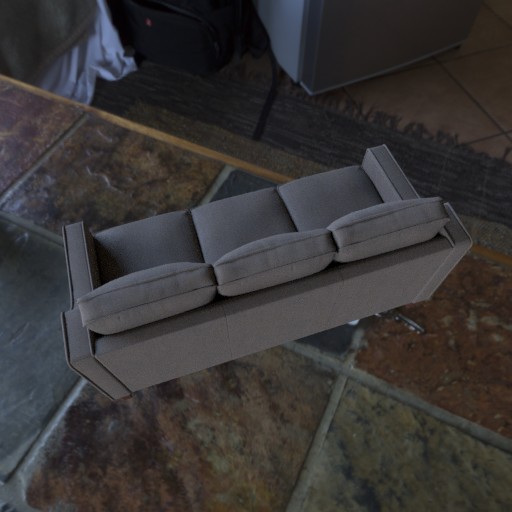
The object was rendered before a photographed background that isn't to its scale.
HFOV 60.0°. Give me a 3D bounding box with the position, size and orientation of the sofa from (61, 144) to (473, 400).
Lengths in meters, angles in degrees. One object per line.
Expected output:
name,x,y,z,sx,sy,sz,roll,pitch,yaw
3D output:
sofa,0.000,0.000,2.545,1.986,0.974,0.911,-16,61,-9
